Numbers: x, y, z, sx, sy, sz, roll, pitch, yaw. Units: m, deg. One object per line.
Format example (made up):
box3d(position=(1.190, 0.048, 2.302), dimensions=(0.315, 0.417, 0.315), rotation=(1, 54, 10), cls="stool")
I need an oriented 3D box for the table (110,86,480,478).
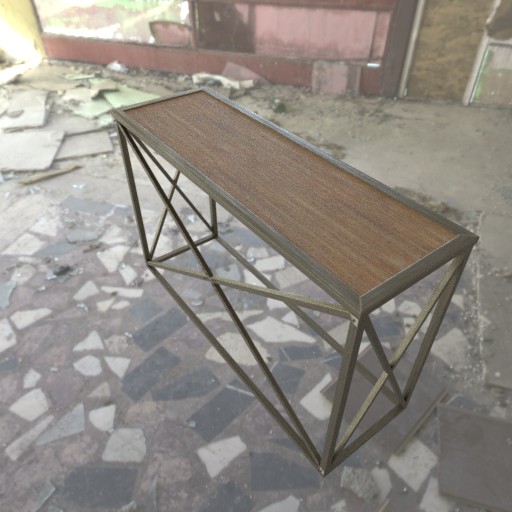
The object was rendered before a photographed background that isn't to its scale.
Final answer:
box3d(position=(0.000, 0.000, 1.561), dimensions=(0.402, 0.753, 1.216), rotation=(-26, 47, -27), cls="table")
